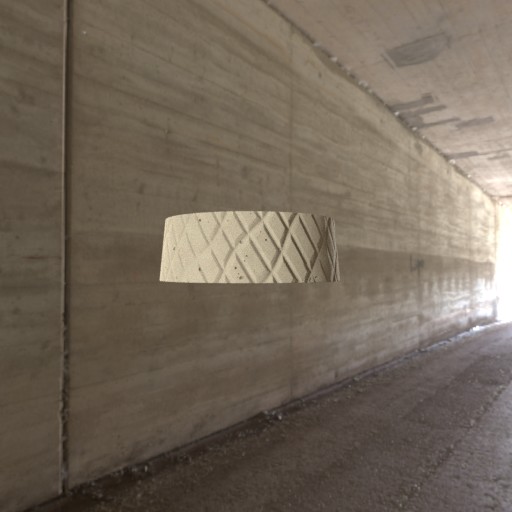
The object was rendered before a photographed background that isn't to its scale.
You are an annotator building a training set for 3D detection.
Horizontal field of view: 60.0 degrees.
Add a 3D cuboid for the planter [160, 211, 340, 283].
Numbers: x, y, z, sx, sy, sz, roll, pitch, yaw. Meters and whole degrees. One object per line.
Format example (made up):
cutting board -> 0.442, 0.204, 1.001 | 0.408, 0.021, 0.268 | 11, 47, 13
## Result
planter -> 0.000, 0.000, 0.423 | 0.114, 0.038, 0.390 | 0, -1, 2
